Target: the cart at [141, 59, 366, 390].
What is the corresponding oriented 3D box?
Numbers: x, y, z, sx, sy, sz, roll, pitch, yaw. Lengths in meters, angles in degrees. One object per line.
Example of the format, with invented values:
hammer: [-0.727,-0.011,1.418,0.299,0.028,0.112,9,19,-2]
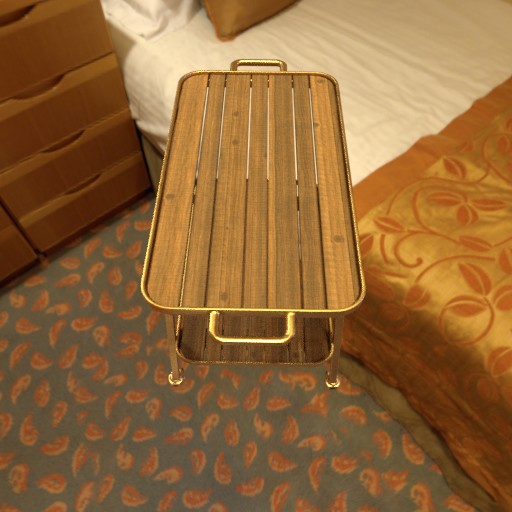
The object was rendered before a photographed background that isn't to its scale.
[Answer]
cart: [0.000,0.000,1.252,0.524,0.700,0.806,1,57,1]
